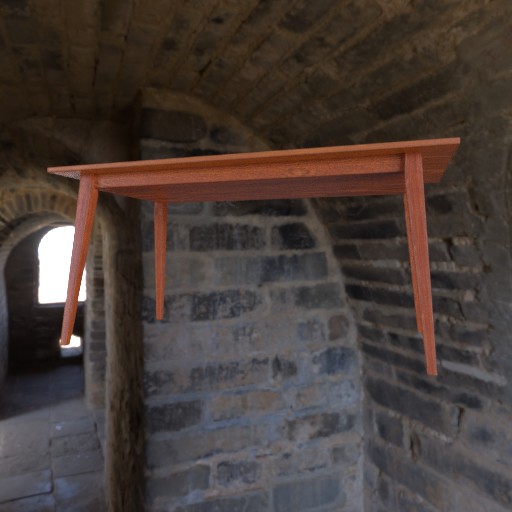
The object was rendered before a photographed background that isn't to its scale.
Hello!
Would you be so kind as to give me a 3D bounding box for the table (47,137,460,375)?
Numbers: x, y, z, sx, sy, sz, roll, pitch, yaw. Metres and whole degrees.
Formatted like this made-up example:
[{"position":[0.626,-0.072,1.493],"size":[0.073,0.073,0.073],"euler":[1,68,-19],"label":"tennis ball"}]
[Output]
[{"position":[0.000,0.000,2.026],"size":[1.609,0.755,0.811],"euler":[0,0,18],"label":"table"}]
